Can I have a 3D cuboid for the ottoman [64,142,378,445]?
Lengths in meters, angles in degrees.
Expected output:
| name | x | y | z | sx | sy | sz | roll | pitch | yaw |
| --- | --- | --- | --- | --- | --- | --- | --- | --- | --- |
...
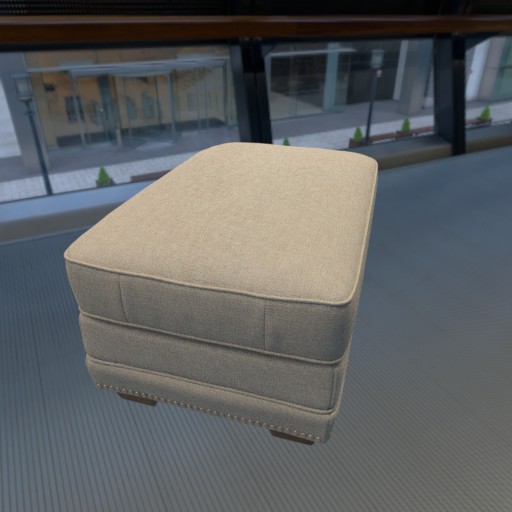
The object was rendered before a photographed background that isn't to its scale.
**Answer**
| name | x | y | z | sx | sy | sz | roll | pitch | yaw |
| --- | --- | --- | --- | --- | --- | --- | --- | --- | --- |
| ottoman | 0.000 | 0.000 | 1.163 | 0.559 | 0.458 | 0.813 | 8 | 32 | 14 |
